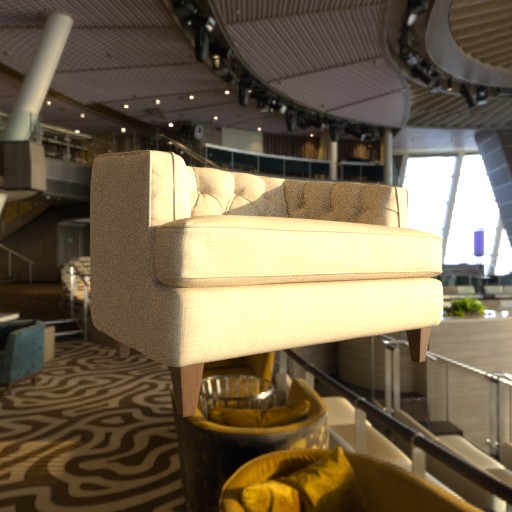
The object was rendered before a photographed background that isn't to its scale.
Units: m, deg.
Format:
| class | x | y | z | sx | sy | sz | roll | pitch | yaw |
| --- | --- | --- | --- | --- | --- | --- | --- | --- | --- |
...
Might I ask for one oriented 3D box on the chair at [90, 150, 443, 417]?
| class | x | y | z | sx | sy | sz | roll | pitch | yaw |
| --- | --- | --- | --- | --- | --- | --- | --- | --- | --- |
| chair | 0.000 | 0.000 | 1.683 | 1.118 | 0.787 | 0.914 | 0 | 0 | -36 |
